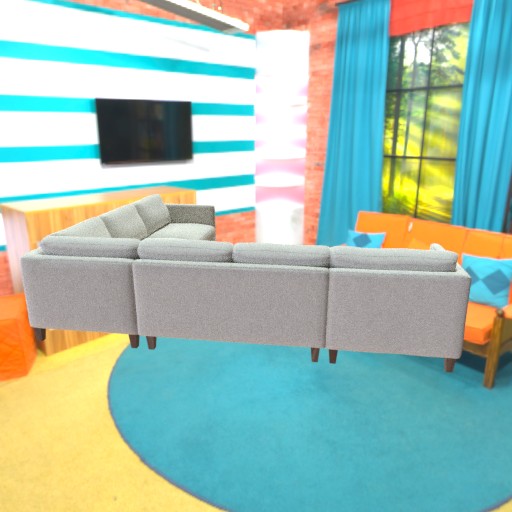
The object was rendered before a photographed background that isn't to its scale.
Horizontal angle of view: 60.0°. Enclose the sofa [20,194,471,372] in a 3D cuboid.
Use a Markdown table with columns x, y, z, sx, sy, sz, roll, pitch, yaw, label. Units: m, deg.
| x | y | z | sx | sy | sz | roll | pitch | yaw | label |
| --- | --- | --- | --- | --- | --- | --- | --- | --- | --- |
| 0.000 | 0.000 | 4.335 | 3.238 | 0.853 | 2.551 | 2 | 16 | 8 | sofa |
